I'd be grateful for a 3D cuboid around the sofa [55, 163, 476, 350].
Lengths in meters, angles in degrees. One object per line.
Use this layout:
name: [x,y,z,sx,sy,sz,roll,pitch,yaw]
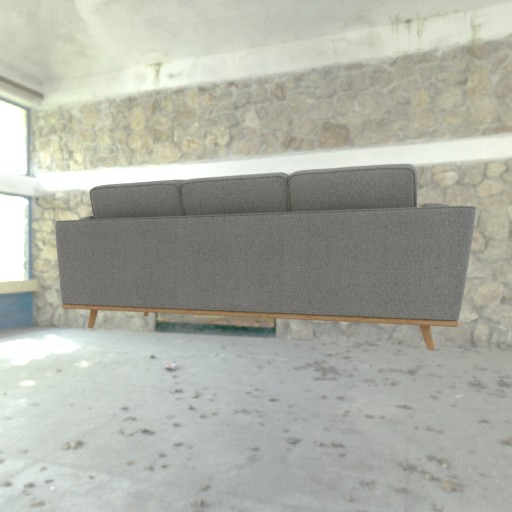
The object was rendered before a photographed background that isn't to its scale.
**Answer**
sofa: [0.000,0.000,2.727,2.362,0.899,0.903,0,0,20]
